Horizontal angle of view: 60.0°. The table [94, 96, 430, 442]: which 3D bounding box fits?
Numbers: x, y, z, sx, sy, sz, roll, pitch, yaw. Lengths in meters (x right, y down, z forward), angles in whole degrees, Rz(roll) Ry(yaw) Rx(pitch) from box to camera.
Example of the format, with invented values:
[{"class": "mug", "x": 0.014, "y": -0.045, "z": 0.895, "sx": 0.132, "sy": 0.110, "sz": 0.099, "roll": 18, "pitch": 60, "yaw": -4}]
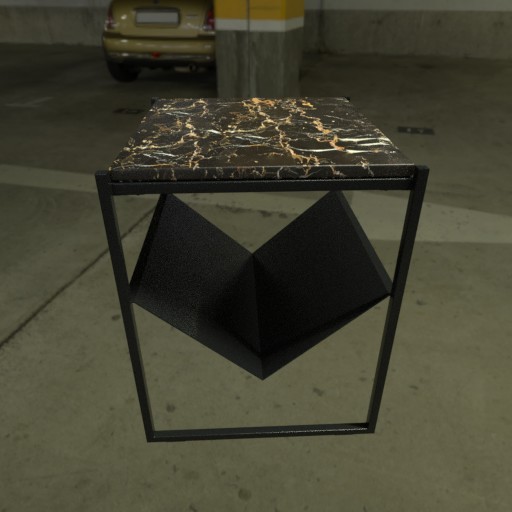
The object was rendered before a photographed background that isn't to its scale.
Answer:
[{"class": "table", "x": 0.000, "y": 0.000, "z": 0.905, "sx": 0.432, "sy": 0.534, "sz": 0.469, "roll": -1, "pitch": 31, "yaw": -2}]
